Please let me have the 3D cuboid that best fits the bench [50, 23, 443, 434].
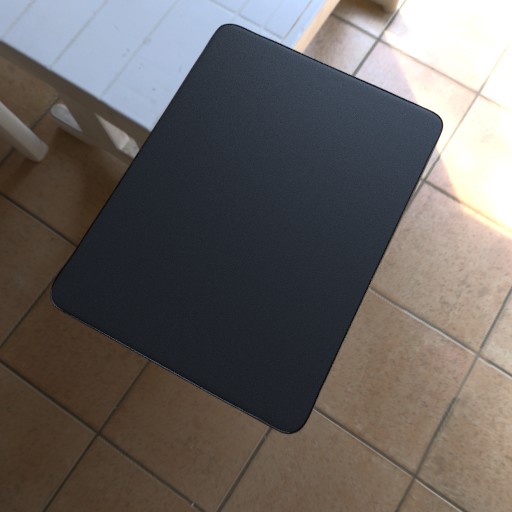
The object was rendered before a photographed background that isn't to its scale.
[{"bbox_3d":[0.000,0.000,0.763,0.321,0.500,0.424,27,77,6],"label":"bench"}]
